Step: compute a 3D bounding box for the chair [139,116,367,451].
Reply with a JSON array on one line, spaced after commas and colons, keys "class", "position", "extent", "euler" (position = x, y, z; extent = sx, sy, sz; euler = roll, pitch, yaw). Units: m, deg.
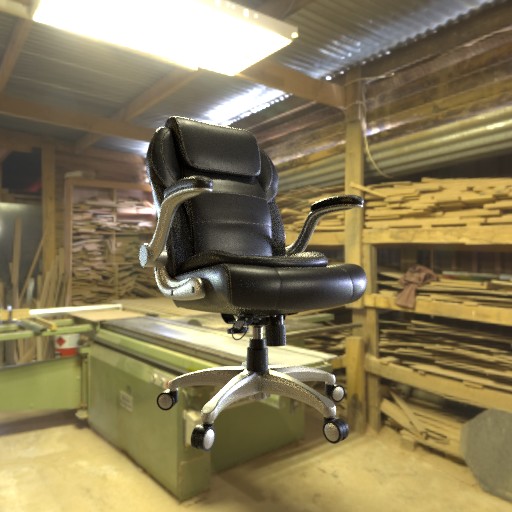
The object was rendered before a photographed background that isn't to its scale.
[{"class": "chair", "position": [0.000, 0.000, 1.636], "extent": [0.724, 1.141, 0.801], "euler": [1, -1, -35]}]
